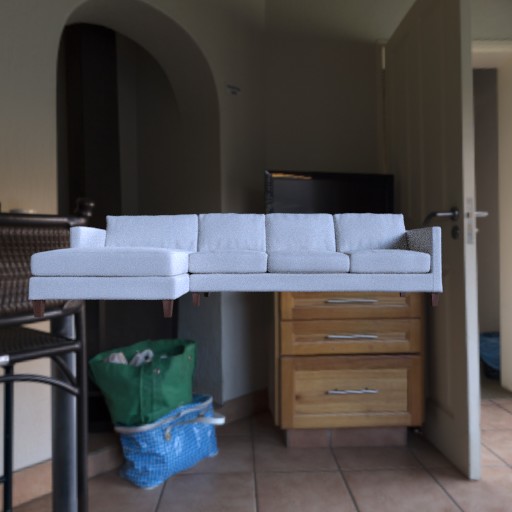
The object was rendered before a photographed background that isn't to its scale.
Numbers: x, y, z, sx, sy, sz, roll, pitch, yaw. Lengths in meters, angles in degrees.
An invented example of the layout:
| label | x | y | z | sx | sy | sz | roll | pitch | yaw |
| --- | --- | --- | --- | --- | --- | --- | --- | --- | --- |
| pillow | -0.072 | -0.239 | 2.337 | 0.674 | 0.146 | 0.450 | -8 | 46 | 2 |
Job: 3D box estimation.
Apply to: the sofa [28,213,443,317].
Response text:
| label | x | y | z | sx | sy | sz | roll | pitch | yaw |
| --- | --- | --- | --- | --- | --- | --- | --- | --- | --- |
| sofa | 0.000 | 0.000 | 3.887 | 3.186 | 0.861 | 1.625 | 0 | 0 | 0 |
